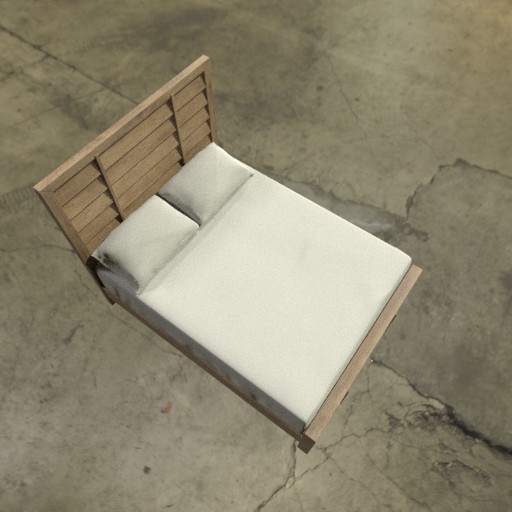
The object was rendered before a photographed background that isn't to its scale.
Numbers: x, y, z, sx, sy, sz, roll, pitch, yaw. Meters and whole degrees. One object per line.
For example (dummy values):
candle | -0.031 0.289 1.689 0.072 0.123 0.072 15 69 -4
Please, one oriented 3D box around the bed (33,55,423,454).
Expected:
bed | 0.000 0.000 3.398 2.197 1.626 1.626 32 64 18
